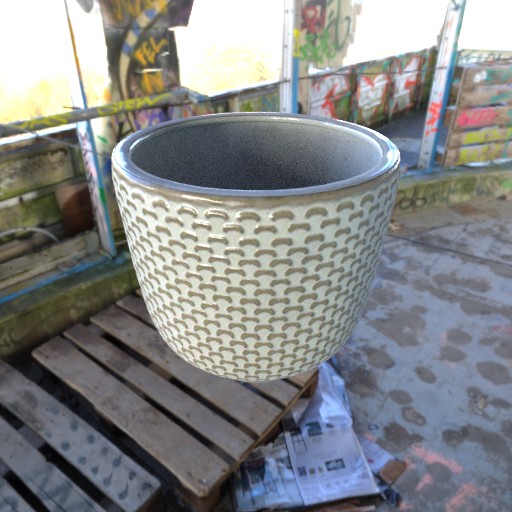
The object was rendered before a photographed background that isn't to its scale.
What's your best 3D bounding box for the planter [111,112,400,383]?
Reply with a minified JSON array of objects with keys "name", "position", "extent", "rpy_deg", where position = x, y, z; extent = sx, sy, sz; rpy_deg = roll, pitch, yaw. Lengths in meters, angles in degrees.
[{"name":"planter","position":[0.000,0.000,0.310],"extent":[0.173,0.160,0.173],"rpy_deg":[0,30,0]}]
